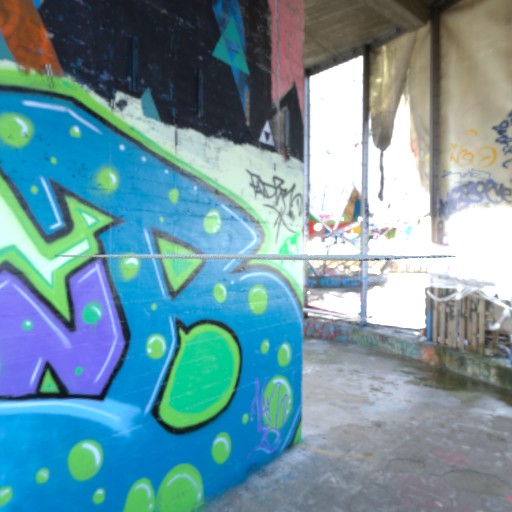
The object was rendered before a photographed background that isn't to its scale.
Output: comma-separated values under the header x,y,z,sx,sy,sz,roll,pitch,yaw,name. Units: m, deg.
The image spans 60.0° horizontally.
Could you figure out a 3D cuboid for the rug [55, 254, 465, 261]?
x,y,z,sx,sy,sz,roll,pitch,yaw,name
0.000,0.000,2.345,1.802,0.008,1.247,1,1,37,rug
